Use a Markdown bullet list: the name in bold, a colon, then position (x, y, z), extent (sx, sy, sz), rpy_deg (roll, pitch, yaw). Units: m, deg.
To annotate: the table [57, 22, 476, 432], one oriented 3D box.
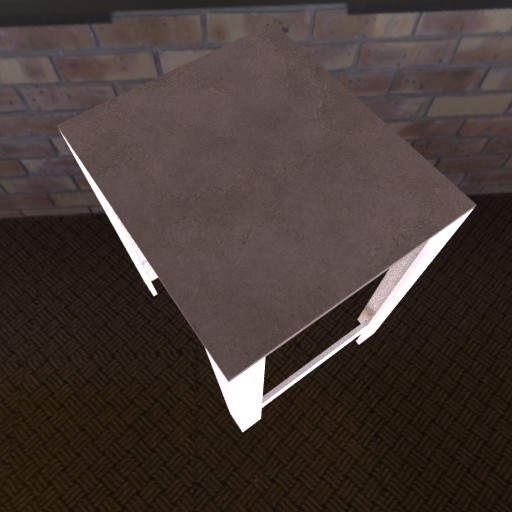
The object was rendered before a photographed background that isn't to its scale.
- **table**: position (0.000, 0.000, 1.549), extent (0.700, 1.020, 0.800), rpy_deg (-32, 68, -15)
